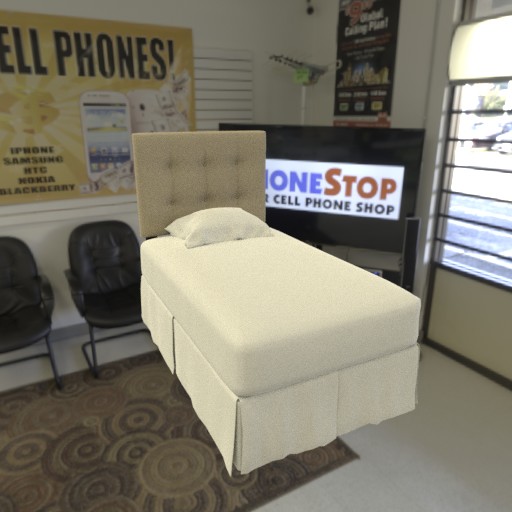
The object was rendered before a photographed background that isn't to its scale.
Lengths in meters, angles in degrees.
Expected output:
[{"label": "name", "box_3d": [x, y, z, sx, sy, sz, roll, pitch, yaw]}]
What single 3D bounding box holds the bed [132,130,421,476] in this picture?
[{"label": "bed", "box_3d": [0.000, 0.000, 3.025, 1.261, 1.571, 1.997, -9, 20, -26]}]
